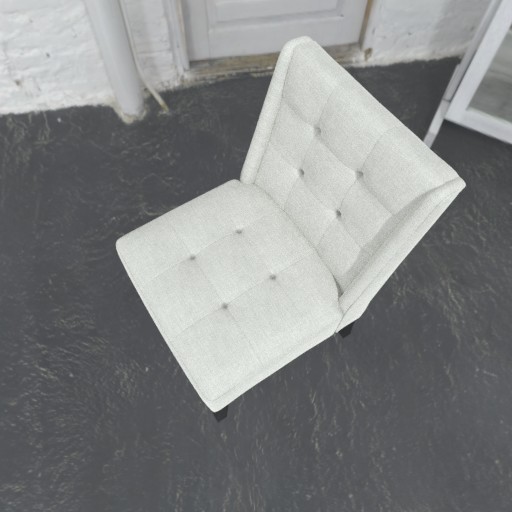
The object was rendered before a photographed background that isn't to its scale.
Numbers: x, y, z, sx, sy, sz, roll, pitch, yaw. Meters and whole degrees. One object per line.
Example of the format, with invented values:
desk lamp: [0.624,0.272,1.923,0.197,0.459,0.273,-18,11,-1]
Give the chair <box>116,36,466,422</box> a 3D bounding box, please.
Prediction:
chair: [0.000,0.000,1.282,0.676,0.853,0.569,-30,67,-15]
